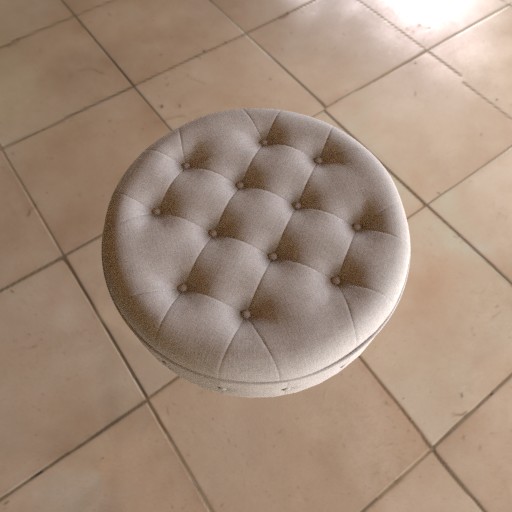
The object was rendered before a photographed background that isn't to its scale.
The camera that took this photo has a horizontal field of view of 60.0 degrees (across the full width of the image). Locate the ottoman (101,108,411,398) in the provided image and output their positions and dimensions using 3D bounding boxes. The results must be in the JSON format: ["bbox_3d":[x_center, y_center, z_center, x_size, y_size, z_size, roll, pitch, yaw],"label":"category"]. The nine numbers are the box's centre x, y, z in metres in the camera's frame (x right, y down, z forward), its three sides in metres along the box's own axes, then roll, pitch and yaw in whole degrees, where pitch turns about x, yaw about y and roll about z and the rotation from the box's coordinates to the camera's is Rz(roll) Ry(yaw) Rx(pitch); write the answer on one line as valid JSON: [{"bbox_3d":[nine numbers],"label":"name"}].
[{"bbox_3d":[0.000,0.000,1.376,0.849,0.478,0.849,0,63,0],"label":"ottoman"}]
